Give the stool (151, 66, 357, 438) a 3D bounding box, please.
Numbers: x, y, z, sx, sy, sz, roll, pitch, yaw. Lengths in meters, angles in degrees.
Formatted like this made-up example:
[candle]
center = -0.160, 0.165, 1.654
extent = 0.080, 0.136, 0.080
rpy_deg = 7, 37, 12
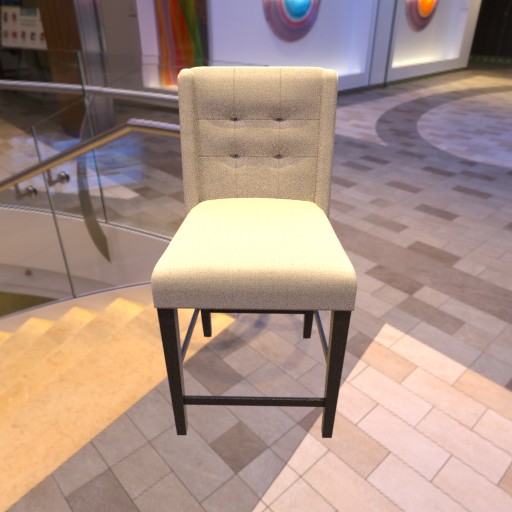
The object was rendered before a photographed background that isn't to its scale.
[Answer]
[stool]
center = 0.000, 0.000, 1.259
extent = 0.474, 0.939, 0.509
rpy_deg = 1, 30, 1
